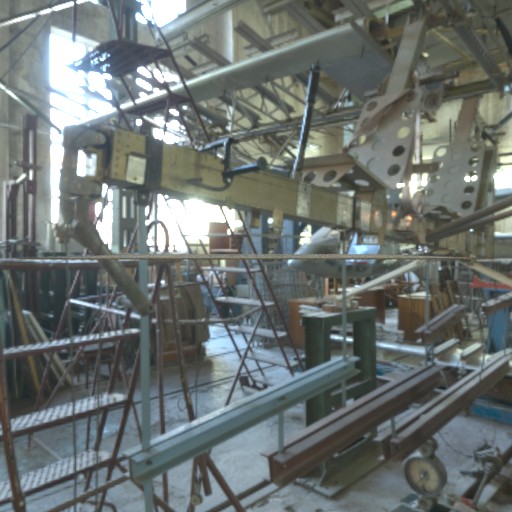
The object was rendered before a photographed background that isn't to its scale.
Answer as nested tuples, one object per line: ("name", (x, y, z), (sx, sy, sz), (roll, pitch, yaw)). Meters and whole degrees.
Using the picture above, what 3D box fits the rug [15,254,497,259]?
("rug", (0.000, 0.000, 4.131), (3.221, 0.011, 2.379), (0, 1, 0))
